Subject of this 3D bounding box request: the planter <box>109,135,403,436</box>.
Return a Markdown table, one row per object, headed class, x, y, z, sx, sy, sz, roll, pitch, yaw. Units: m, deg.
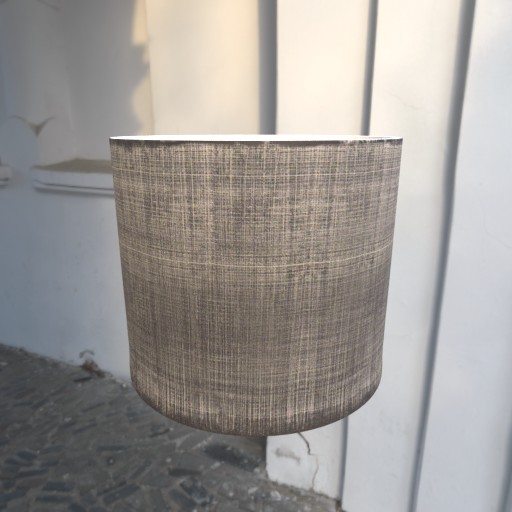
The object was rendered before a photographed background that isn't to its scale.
| class | x | y | z | sx | sy | sz | roll | pitch | yaw |
| --- | --- | --- | --- | --- | --- | --- | --- | --- | --- |
| planter | 0.000 | 0.000 | 0.303 | 0.178 | 0.157 | 0.178 | 0 | 16 | 0 |
